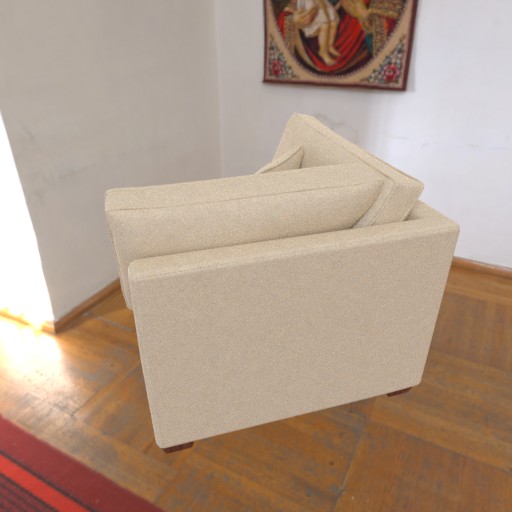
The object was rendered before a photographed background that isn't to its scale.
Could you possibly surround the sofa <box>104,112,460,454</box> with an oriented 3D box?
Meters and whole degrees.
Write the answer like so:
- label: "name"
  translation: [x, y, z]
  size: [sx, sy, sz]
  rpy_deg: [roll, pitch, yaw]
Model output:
- label: "sofa"
  translation: [0.000, 0.000, 1.963]
  size: [1.146, 1.002, 1.084]
  rpy_deg: [-9, 31, -15]
